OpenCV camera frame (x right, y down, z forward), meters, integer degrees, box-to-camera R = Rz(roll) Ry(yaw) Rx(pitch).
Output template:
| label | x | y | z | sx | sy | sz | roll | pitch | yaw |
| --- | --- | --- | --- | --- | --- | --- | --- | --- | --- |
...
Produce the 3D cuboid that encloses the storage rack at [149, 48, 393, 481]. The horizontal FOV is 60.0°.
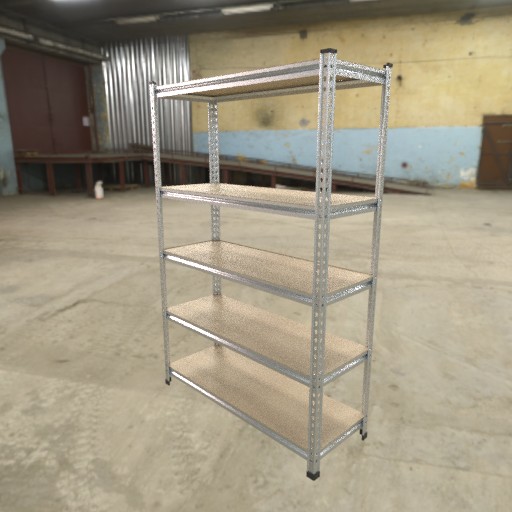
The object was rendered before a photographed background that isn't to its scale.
| label | x | y | z | sx | sy | sz | roll | pitch | yaw |
| --- | --- | --- | --- | --- | --- | --- | --- | --- | --- |
| storage rack | 0.000 | 0.000 | 2.382 | 0.457 | 1.829 | 1.219 | -13 | 19 | -43 |
